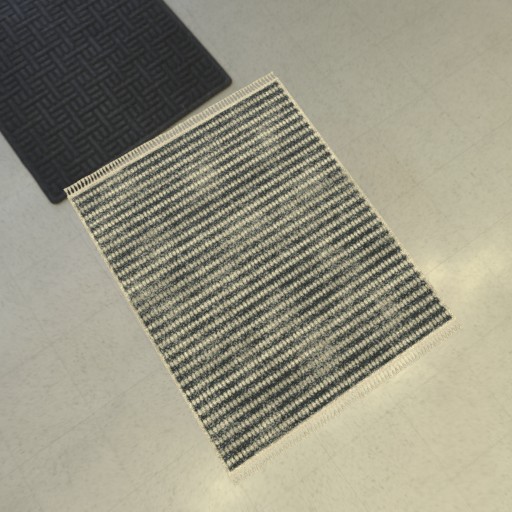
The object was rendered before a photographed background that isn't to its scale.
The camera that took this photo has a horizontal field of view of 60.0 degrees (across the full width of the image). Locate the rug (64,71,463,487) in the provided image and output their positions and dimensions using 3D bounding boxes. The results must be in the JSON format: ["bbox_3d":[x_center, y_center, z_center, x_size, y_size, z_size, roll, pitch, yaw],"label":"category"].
[{"bbox_3d":[0.000,0.000,3.838,2.256,0.013,2.910,-32,79,-7],"label":"rug"}]
